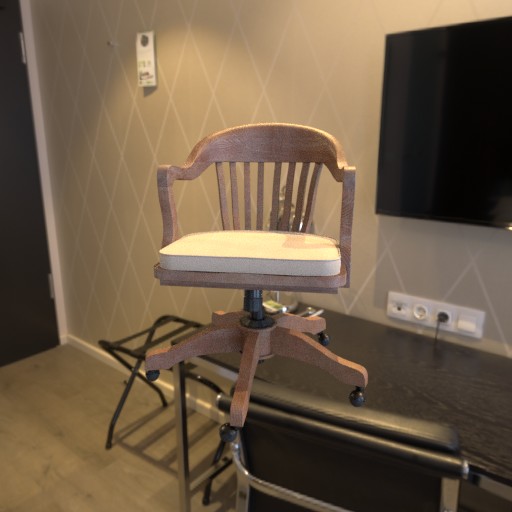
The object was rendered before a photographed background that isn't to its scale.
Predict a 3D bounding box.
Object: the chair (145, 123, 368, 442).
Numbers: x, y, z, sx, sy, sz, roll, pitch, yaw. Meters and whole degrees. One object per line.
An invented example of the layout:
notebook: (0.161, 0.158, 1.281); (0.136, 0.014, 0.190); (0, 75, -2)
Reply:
chair: (0.000, 0.000, 1.475); (0.750, 0.878, 0.788); (2, 15, 8)
